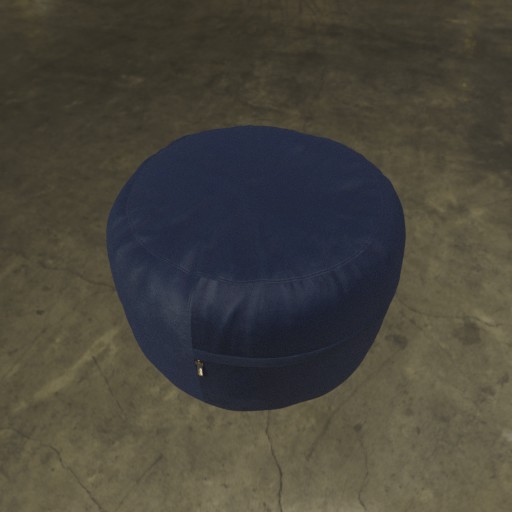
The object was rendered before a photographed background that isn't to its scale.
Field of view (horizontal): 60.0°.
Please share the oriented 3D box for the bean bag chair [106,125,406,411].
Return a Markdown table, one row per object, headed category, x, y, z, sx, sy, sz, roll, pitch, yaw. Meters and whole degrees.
| category | x | y | z | sx | sy | sz | roll | pitch | yaw |
| --- | --- | --- | --- | --- | --- | --- | --- | --- | --- |
| bean bag chair | 0.000 | 0.000 | 1.974 | 1.219 | 0.762 | 1.219 | 0 | 46 | 0 |
